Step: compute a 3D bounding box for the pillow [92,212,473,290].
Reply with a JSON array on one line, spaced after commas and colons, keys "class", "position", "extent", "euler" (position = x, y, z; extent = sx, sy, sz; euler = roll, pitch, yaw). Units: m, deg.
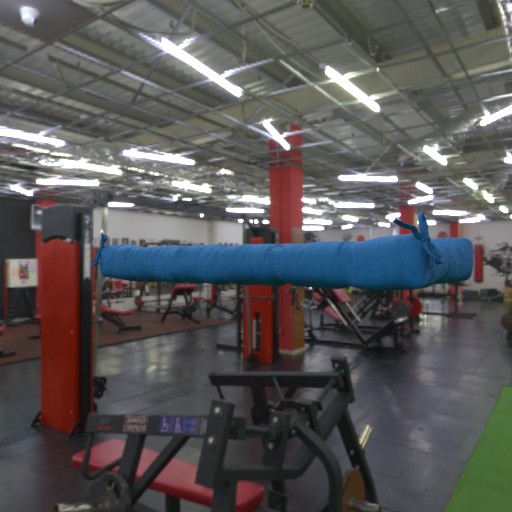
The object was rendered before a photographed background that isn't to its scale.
[{"class": "pillow", "position": [0.000, 0.000, 1.364], "extent": [1.194, 0.174, 0.511], "euler": [-1, -1, 37]}]
